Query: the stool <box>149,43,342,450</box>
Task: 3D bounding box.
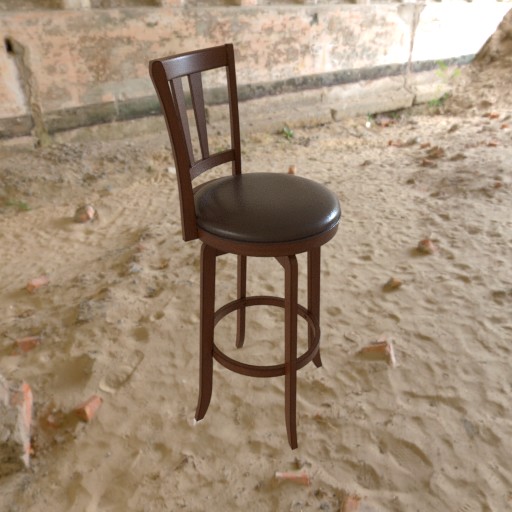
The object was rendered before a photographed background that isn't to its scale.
[{"bbox_3d":[0.000,0.000,1.404,0.503,1.177,0.464,10,32,16],"label":"stool"}]
